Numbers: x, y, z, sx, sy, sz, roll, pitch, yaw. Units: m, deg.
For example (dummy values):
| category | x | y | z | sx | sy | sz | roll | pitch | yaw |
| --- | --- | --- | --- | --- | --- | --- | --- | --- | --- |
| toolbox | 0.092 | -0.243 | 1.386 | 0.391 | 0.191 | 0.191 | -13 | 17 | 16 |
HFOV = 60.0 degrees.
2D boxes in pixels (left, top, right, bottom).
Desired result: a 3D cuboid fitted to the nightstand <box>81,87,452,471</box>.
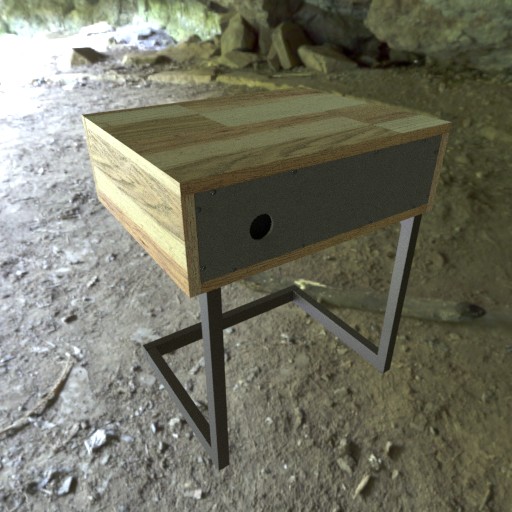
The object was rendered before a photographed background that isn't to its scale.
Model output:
| category | x | y | z | sx | sy | sz | roll | pitch | yaw |
| --- | --- | --- | --- | --- | --- | --- | --- | --- | --- |
| nightstand | 0.000 | 0.000 | 1.023 | 0.558 | 0.632 | 0.481 | -19 | 35 | -29 |
